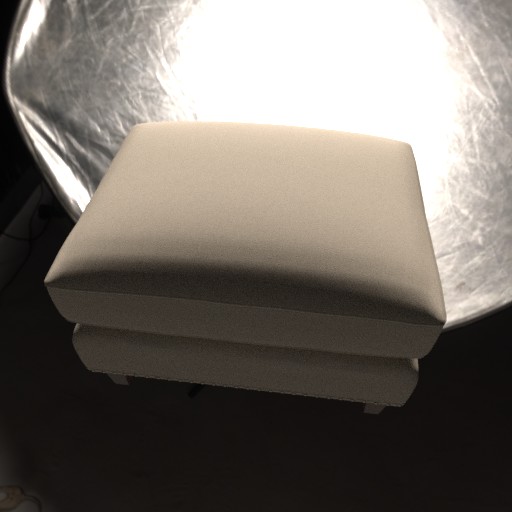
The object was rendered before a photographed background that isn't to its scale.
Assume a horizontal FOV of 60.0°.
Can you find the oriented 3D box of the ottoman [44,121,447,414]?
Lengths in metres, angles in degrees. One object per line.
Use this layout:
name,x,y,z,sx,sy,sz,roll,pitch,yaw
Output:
ottoman,0.000,0.000,1.104,0.741,0.513,0.584,5,48,5
